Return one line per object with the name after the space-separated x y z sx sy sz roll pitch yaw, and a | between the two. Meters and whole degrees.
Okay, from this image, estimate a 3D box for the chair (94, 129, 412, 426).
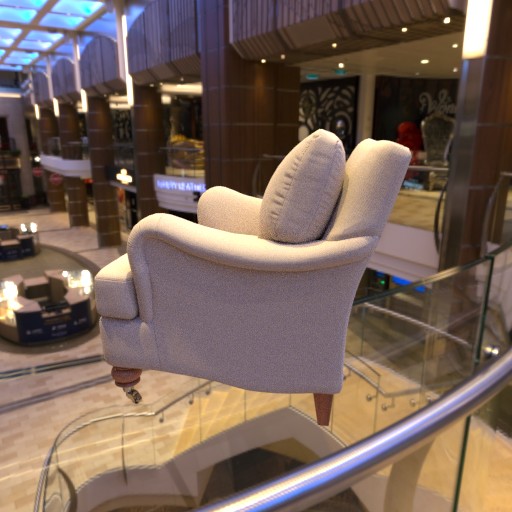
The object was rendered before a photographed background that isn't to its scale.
0.000 0.000 1.902 1.070 1.038 0.955 3 16 9 | chair
